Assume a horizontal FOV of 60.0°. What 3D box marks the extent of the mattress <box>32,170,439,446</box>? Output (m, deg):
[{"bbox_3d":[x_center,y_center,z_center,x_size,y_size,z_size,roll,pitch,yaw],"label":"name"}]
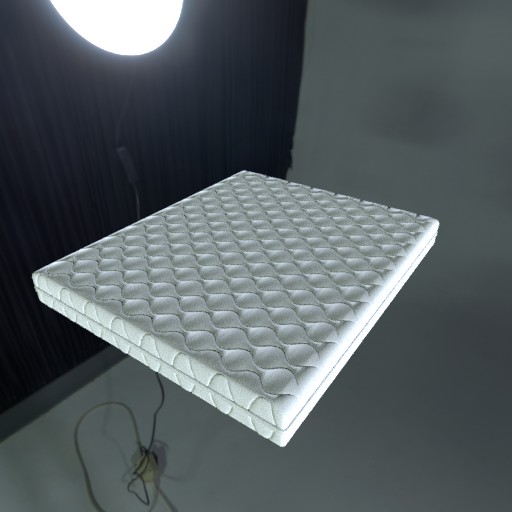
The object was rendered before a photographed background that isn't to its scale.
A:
[{"bbox_3d":[0.000,0.000,2.655,1.600,0.200,1.900,20,37,30],"label":"mattress"}]
